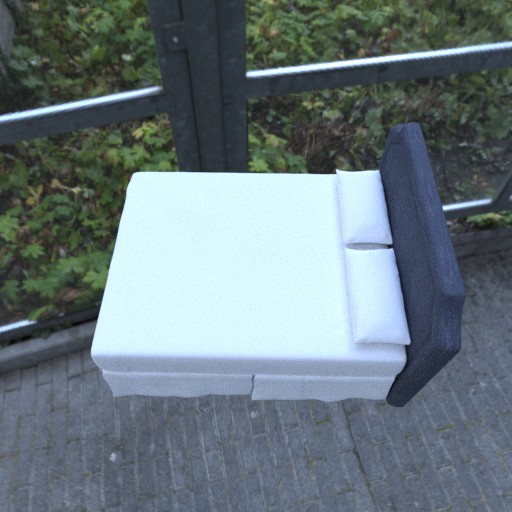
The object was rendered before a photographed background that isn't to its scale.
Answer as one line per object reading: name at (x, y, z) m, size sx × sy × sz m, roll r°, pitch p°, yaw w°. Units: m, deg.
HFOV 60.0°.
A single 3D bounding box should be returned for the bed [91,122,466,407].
bed at (0.000, 0.000, 3.057) m, size 2.116 × 1.290 × 1.693 m, roll 1°, pitch 57°, yaw 1°
